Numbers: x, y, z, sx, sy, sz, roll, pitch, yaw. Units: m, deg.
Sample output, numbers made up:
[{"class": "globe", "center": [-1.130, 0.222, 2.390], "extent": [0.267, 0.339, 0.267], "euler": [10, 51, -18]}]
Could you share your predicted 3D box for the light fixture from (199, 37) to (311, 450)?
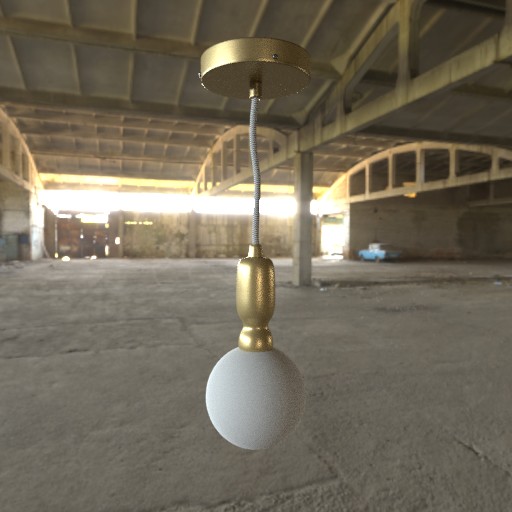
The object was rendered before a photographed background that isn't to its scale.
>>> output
[{"class": "light fixture", "center": [0.000, 0.000, 0.589], "extent": [0.147, 0.510, 0.146], "euler": [-1, 2, -18]}]
